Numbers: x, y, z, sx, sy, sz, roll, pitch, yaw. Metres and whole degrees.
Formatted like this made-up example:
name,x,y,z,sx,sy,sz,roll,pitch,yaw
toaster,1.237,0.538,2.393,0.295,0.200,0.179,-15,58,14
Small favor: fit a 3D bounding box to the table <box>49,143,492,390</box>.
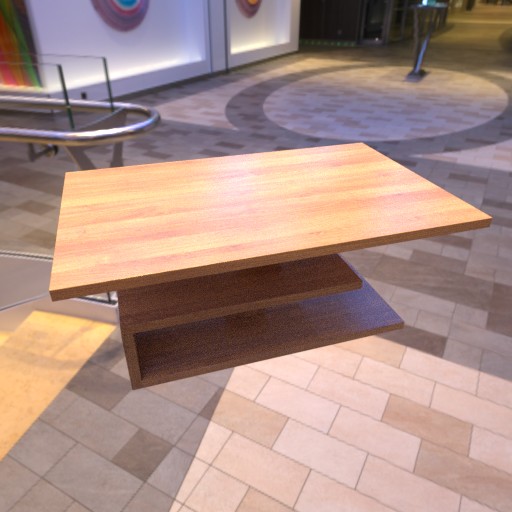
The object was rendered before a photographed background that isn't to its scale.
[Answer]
name,x,y,z,sx,sy,sz,roll,pitch,yaw
table,0.000,0.000,1.437,1.100,0.442,0.700,-9,32,-15
